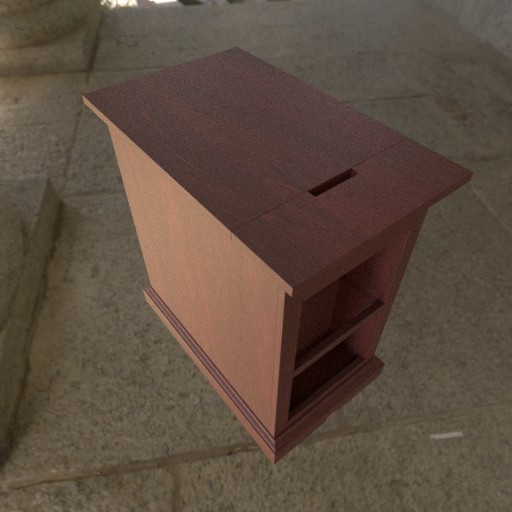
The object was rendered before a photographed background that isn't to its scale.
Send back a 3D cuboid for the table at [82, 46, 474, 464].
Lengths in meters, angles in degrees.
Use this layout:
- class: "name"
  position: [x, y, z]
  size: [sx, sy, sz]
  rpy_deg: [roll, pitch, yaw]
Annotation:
- class: "table"
  position: [0.000, 0.000, 0.956]
  size: [0.356, 0.612, 0.584]
  rpy_deg: [-30, 53, -25]
